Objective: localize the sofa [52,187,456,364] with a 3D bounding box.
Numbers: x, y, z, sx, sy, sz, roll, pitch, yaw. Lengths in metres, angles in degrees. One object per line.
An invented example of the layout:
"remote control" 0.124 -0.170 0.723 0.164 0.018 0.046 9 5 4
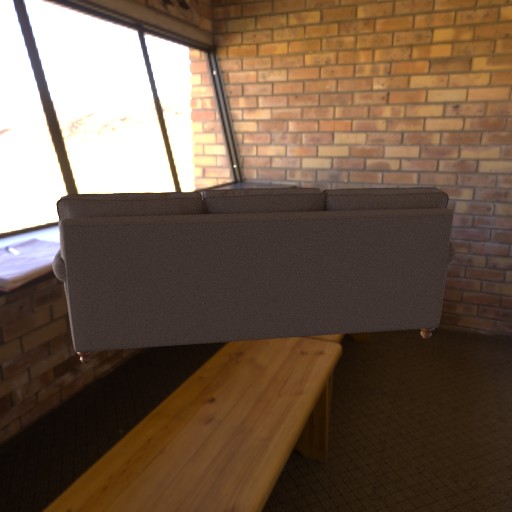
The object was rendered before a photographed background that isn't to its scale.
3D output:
"sofa" 0.000 0.000 2.912 2.353 0.948 0.966 -2 15 -8
